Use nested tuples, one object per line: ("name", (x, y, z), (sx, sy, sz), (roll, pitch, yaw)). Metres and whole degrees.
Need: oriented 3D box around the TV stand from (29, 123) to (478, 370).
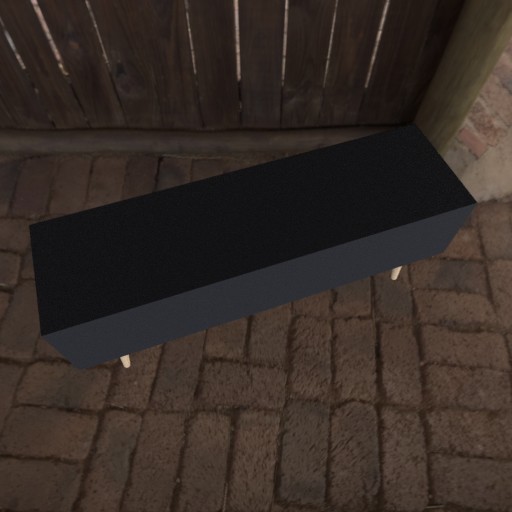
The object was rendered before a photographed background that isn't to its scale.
("TV stand", (0.000, 0.000, 1.569), (1.312, 0.518, 0.390), (-17, 60, -10))
